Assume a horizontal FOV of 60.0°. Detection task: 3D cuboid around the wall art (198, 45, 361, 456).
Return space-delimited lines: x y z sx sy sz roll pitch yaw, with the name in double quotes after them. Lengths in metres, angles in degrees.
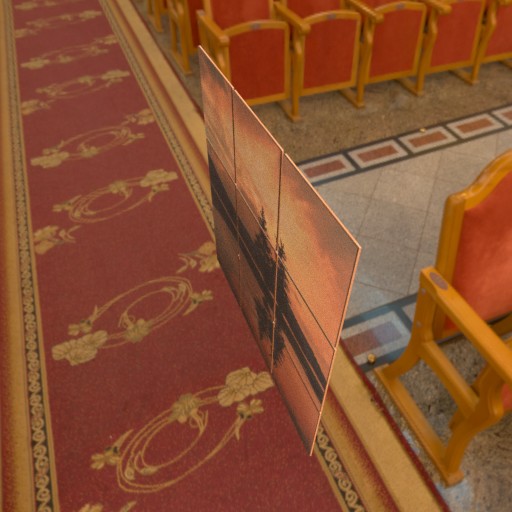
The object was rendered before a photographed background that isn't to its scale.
0.000 0.000 2.242 0.013 1.525 1.520 -16 48 -15 "wall art"
